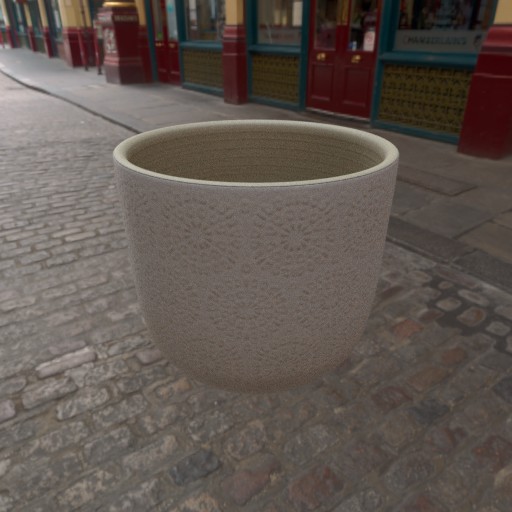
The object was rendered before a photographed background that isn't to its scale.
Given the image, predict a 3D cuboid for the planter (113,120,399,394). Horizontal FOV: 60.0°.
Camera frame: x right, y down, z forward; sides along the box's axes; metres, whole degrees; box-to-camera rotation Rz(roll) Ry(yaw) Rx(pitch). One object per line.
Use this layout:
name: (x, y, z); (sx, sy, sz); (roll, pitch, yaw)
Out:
planter: (0.000, 0.000, 0.376); (0.208, 0.190, 0.208); (0, 27, 0)
